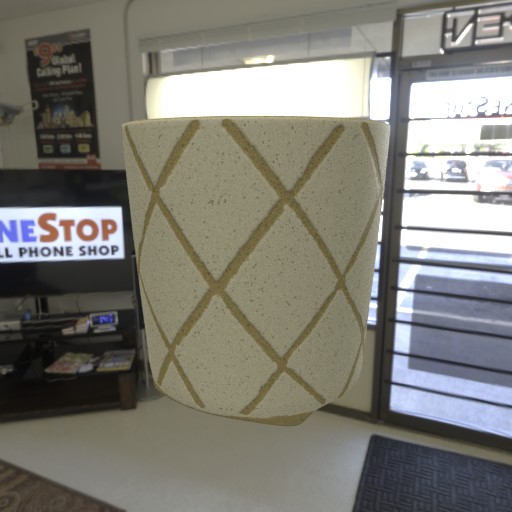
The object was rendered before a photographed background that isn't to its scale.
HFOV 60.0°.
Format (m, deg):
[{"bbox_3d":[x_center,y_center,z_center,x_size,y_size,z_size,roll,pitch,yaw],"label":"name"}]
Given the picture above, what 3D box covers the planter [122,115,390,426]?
[{"bbox_3d":[0.000,0.000,0.417,0.228,0.235,0.228,0,13,0],"label":"planter"}]
